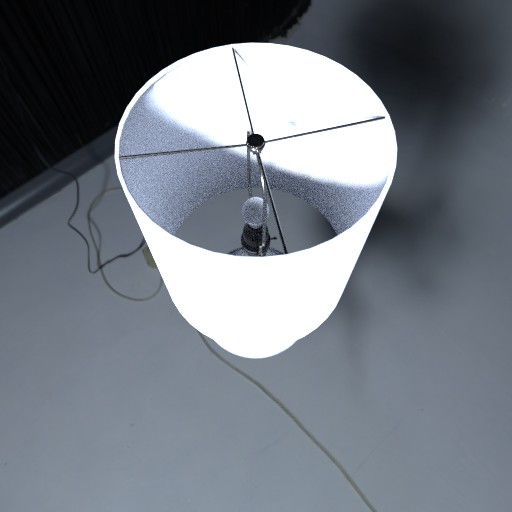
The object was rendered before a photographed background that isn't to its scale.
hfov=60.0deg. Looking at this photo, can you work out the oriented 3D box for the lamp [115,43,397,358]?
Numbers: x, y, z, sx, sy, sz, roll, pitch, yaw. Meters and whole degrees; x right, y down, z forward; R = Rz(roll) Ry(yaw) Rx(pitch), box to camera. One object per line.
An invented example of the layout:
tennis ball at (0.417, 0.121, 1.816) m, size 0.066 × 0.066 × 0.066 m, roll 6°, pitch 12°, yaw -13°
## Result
lamp at (0.000, 0.000, 0.522) m, size 0.216 × 0.404 × 0.216 m, roll -38°, pitch 69°, yaw -18°
